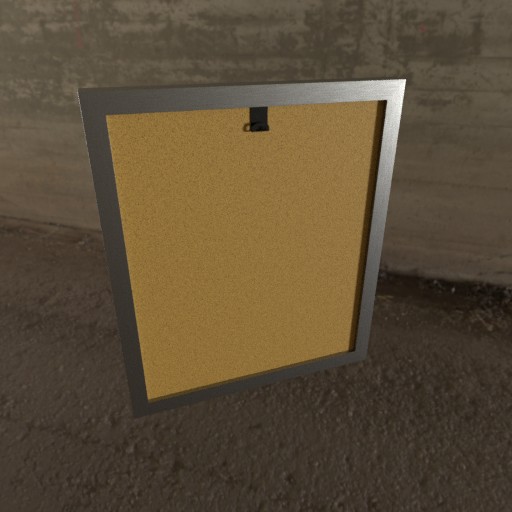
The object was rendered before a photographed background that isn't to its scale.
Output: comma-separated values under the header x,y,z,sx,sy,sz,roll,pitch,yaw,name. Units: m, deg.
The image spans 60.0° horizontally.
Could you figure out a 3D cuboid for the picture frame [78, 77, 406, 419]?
x,y,z,sx,sy,sz,roll,pitch,yaw,name
0.000,0.000,1.326,0.839,0.968,0.073,-9,28,-18,picture frame
